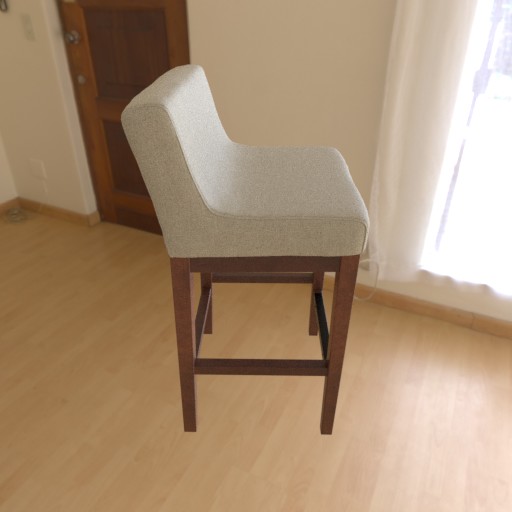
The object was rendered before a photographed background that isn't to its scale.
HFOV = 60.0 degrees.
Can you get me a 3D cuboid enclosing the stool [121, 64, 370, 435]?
[{"bbox_3d":[0.000,0.000,1.241,0.500,0.937,0.511,1,31,1],"label":"stool"}]
